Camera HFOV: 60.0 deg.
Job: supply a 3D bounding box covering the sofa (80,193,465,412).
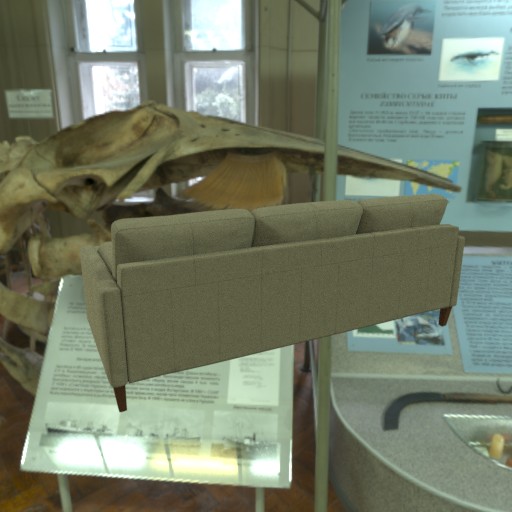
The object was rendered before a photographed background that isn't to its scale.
[{"bbox_3d":[0.000,0.000,2.962,2.178,0.875,1.506,-8,17,-26],"label":"sofa"}]
